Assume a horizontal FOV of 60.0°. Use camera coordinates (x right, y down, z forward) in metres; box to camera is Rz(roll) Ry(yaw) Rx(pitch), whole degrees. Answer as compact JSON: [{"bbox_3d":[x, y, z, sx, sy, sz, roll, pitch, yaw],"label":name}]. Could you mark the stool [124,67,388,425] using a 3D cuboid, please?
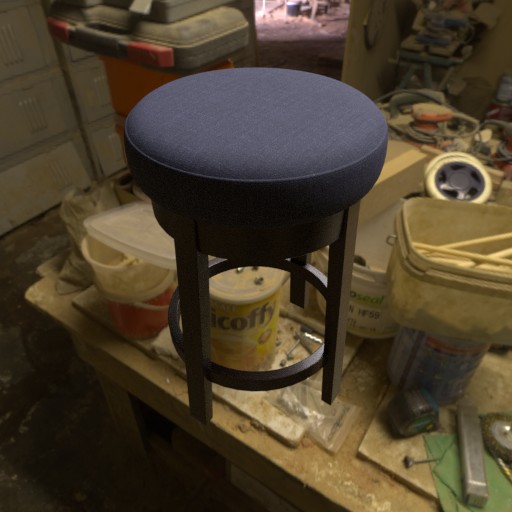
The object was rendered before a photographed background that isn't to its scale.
[{"bbox_3d":[0.000,0.000,0.916,0.449,0.655,0.449,0,40,0],"label":"stool"}]
